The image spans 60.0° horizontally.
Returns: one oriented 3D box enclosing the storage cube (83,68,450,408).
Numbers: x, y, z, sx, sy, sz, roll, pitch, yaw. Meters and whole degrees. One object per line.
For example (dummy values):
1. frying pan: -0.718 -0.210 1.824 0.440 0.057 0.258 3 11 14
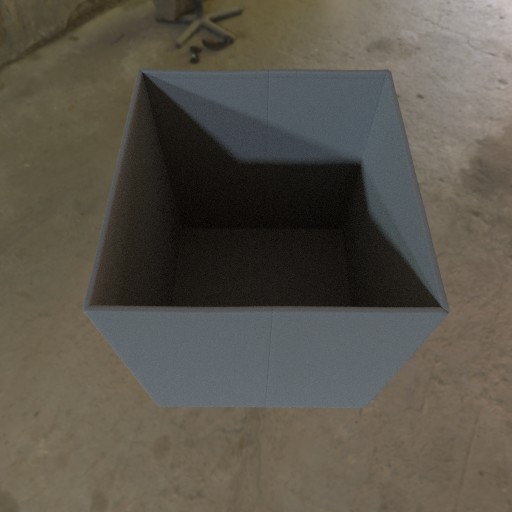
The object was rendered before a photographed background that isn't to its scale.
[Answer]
1. storage cube: 0.000 0.000 0.490 0.270 0.280 0.270 0 58 0
